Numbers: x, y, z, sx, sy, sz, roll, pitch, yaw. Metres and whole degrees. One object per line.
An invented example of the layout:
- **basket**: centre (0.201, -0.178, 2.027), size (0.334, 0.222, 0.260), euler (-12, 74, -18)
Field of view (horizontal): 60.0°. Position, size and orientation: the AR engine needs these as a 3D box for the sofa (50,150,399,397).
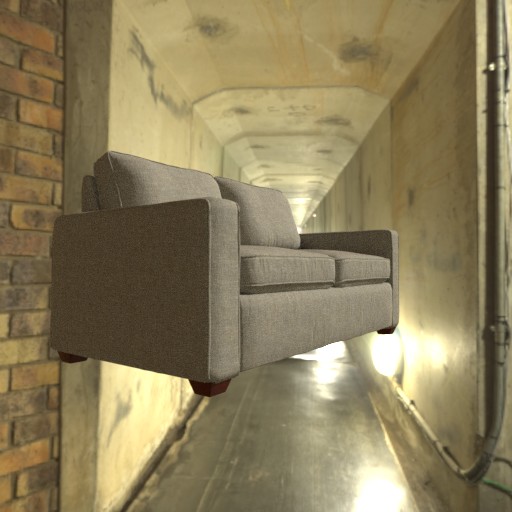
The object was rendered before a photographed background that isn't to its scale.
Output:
- **sofa**: centre (0.000, 0.000, 2.274), size (0.945, 0.915, 1.706), euler (-1, -2, 37)
